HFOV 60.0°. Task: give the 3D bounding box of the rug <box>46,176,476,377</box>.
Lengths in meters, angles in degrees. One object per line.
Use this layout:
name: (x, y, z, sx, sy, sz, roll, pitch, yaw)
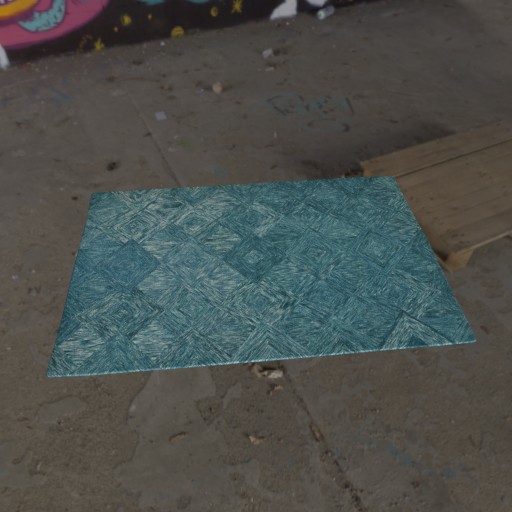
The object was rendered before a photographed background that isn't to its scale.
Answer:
rug: (0.000, 0.000, 2.142, 1.728, 0.017, 1.136, -4, 47, -4)
